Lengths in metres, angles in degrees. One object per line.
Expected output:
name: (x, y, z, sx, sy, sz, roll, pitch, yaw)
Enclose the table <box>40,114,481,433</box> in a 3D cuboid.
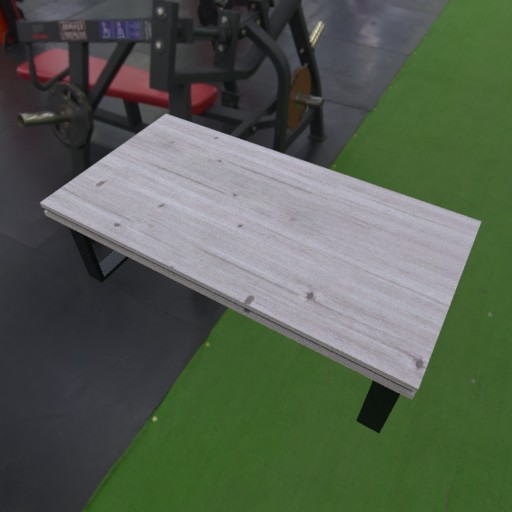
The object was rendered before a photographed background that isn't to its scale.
table: (0.000, 0.000, 1.690, 1.350, 0.450, 0.700, 24, 52, 20)
